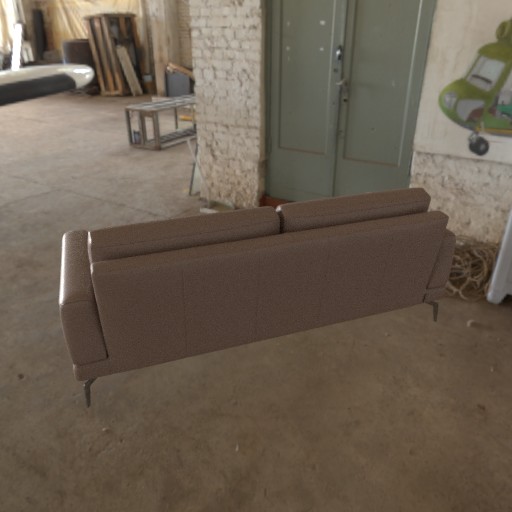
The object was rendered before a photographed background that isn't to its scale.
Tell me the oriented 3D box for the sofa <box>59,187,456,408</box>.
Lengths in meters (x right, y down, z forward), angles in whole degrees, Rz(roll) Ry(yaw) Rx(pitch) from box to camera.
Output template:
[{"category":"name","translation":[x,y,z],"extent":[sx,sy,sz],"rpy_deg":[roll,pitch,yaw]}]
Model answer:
[{"category":"sofa","translation":[0.000,0.000,2.399],"extent":[1.940,0.765,0.974],"rpy_deg":[-9,28,-18]}]
